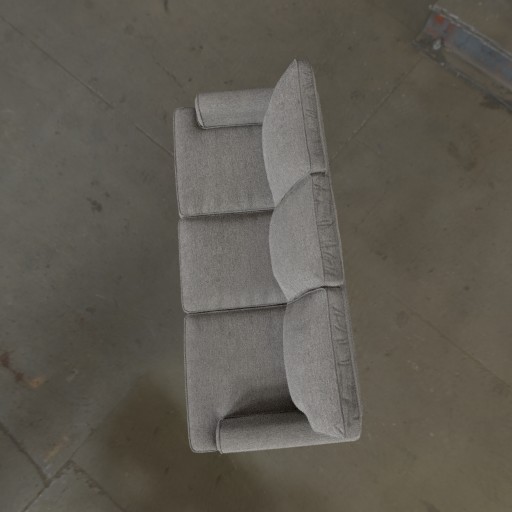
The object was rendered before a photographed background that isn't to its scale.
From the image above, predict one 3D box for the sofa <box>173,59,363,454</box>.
[{"bbox_3d":[0.000,0.000,2.675,0.951,0.965,2.158,-5,76,-1],"label":"sofa"}]
